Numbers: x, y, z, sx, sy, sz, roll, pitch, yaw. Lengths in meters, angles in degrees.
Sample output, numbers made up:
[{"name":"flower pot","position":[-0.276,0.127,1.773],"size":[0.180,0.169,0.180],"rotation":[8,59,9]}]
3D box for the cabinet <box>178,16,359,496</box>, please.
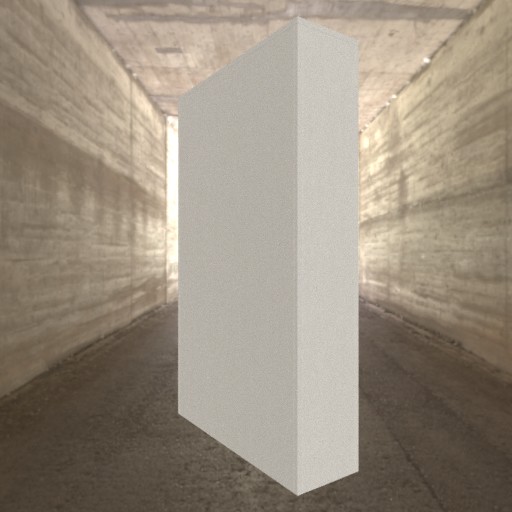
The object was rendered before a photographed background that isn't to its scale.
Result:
[{"name":"cabinet","position":[0.000,0.000,1.561],"size":[0.250,1.280,0.750],"rotation":[0,0,-35]}]
